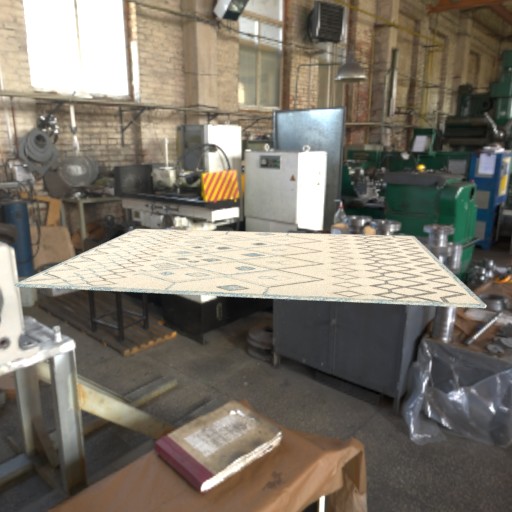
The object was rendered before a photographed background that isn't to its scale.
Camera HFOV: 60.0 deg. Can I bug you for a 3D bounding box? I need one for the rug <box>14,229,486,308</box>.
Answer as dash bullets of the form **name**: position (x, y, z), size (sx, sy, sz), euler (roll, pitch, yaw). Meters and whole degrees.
- **rug**: position (0.000, 0.000, 2.288), size (1.820, 0.009, 1.260), euler (2, 14, 8)
